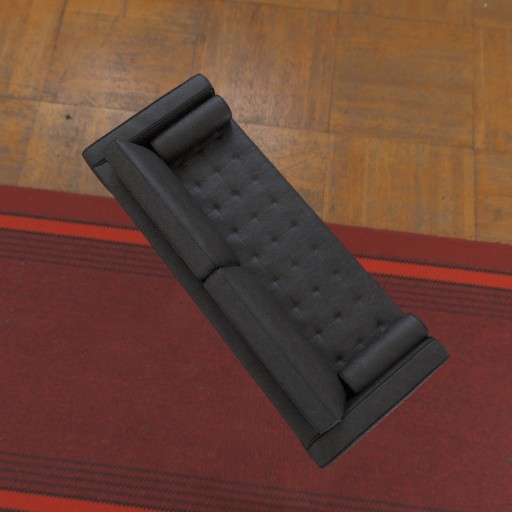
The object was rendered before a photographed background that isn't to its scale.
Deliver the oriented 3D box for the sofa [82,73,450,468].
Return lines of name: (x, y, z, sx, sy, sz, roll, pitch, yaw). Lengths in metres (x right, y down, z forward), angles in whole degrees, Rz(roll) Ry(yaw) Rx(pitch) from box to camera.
sofa: (0.000, 0.000, 2.610, 0.914, 0.762, 2.210, -38, 78, -9)
